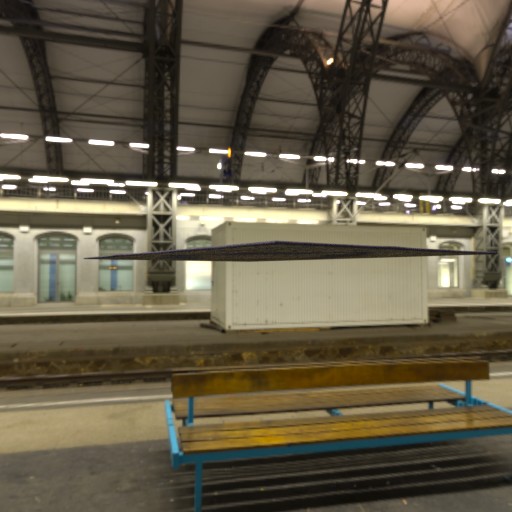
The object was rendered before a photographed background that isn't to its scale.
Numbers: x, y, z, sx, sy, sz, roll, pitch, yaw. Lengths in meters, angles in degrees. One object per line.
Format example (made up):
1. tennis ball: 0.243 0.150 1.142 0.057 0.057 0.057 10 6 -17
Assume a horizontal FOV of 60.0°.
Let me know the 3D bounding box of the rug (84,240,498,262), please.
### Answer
1. rug: 0.000 0.000 2.199 1.184 0.012 1.781 1 -2 -36
